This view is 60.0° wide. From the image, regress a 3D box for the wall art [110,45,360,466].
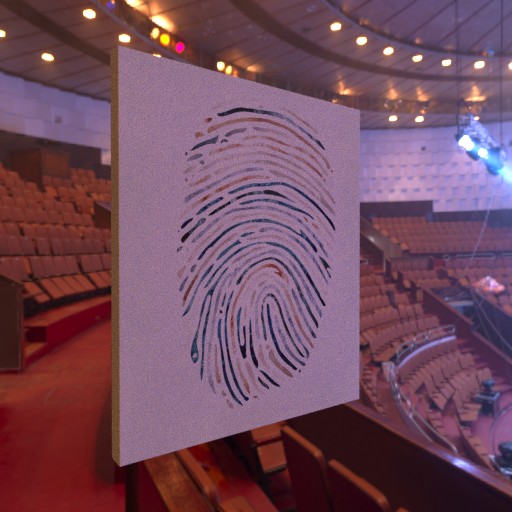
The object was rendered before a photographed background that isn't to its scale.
[{"bbox_3d":[0.000,0.000,0.797,0.508,0.606,0.037,-1,1,-35],"label":"wall art"}]
